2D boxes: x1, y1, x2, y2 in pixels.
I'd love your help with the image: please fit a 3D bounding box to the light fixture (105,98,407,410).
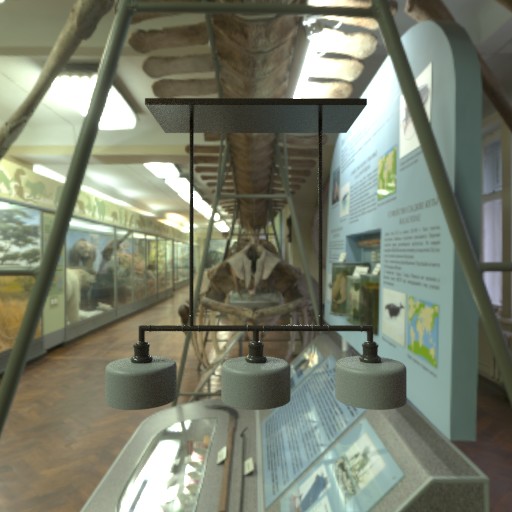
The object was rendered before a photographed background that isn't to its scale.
[{"bbox_3d":[0.000,0.000,0.870,0.582,0.557,0.177,0,0,0],"label":"light fixture"}]
